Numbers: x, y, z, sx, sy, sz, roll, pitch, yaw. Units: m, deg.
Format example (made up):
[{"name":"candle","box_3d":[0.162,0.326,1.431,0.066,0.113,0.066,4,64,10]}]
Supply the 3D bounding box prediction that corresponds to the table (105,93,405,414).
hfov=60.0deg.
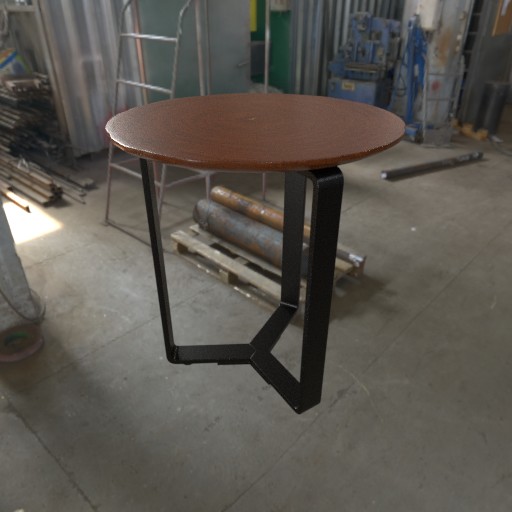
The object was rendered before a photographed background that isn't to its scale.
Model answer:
[{"name":"table","box_3d":[0.000,0.000,0.740,0.410,0.450,0.380,-1,30,-2]}]
